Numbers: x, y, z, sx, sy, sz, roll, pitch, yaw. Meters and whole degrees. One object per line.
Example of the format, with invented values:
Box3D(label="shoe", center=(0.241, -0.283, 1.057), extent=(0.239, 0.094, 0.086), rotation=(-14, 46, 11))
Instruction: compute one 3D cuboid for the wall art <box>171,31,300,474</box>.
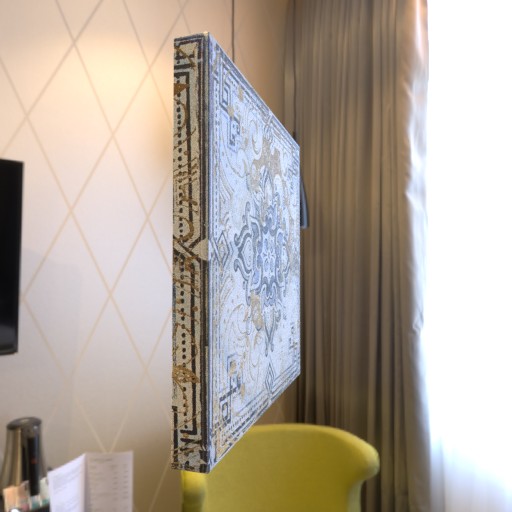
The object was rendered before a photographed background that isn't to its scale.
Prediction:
Box3D(label="wall art", center=(0.000, 0.000, 0.611), extent=(0.038, 0.410, 0.411), rotation=(-1, -2, 17))
